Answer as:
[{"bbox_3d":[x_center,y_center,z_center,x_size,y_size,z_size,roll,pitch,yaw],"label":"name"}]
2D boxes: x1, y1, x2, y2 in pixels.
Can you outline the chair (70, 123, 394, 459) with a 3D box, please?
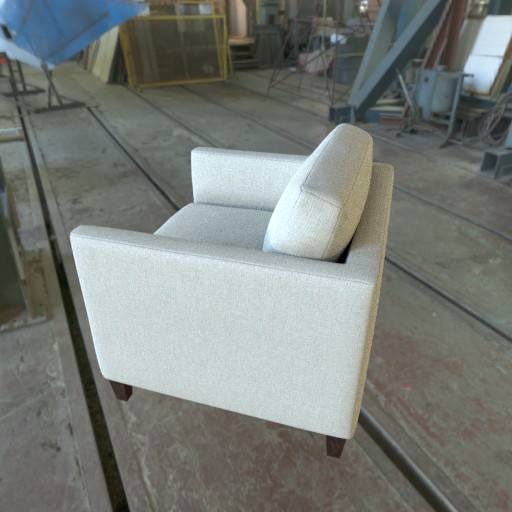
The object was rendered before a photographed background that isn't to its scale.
[{"bbox_3d":[0.000,0.000,1.746,0.959,0.919,0.996,9,31,15],"label":"chair"}]
